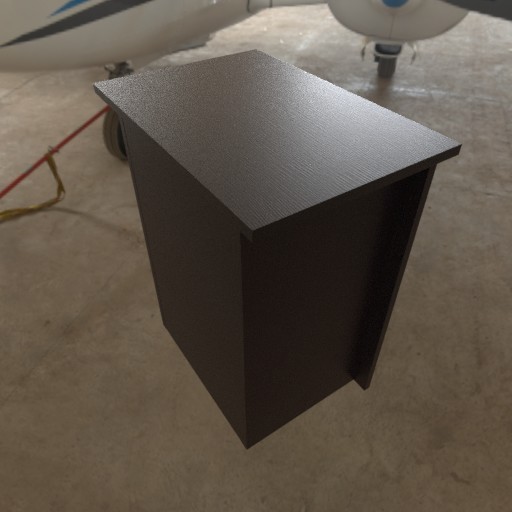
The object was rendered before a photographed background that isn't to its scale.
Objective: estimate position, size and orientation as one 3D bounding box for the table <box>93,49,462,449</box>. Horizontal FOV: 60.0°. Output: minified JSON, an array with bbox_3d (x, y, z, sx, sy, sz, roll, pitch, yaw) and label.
[{"bbox_3d":[0.000,0.000,1.043,0.408,0.711,0.589,-24,47,-25],"label":"table"}]
